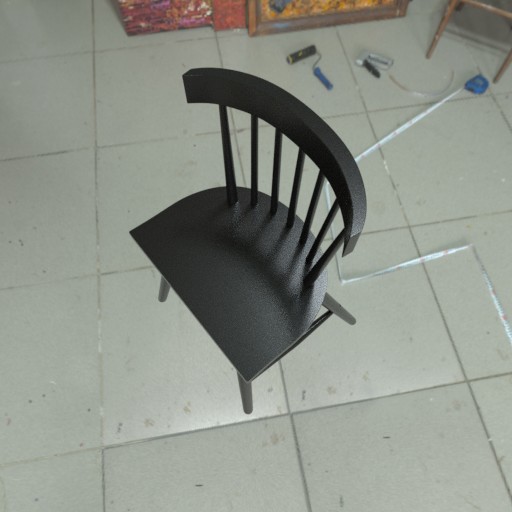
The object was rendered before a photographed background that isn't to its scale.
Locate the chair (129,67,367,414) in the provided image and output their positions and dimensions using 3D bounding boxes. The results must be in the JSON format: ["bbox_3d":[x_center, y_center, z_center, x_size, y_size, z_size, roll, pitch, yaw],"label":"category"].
[{"bbox_3d":[0.000,0.000,1.148,0.483,0.844,0.506,-36,69,-16],"label":"chair"}]
